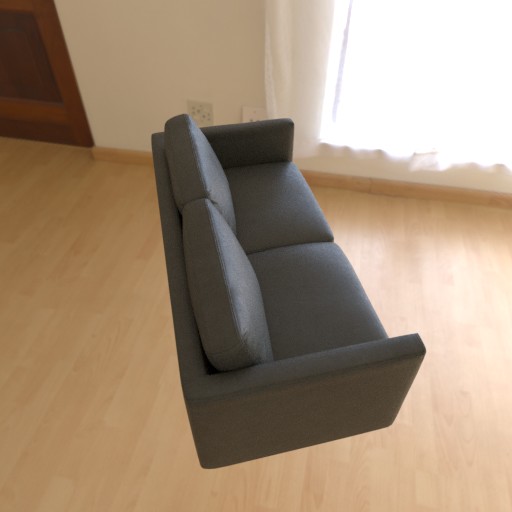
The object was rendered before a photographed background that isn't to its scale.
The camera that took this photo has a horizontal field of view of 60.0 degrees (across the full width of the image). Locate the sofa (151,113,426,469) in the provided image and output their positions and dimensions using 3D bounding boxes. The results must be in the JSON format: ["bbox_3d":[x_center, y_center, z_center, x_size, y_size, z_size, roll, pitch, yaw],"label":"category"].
[{"bbox_3d":[0.000,0.000,2.426,0.951,0.933,1.883,-9,46,-9],"label":"sofa"}]
